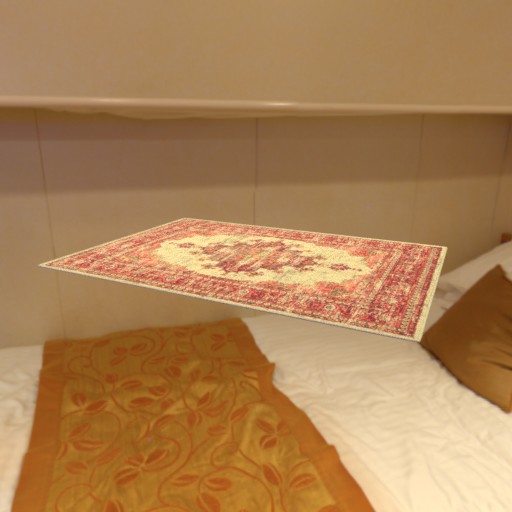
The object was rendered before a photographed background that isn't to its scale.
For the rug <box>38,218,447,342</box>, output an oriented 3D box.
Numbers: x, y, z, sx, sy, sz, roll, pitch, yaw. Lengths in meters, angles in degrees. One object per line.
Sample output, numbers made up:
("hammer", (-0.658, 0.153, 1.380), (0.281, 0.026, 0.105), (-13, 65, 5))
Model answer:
("rug", (0.000, 0.000, 3.755), (2.878, 0.014, 2.005), (8, 19, 25))
